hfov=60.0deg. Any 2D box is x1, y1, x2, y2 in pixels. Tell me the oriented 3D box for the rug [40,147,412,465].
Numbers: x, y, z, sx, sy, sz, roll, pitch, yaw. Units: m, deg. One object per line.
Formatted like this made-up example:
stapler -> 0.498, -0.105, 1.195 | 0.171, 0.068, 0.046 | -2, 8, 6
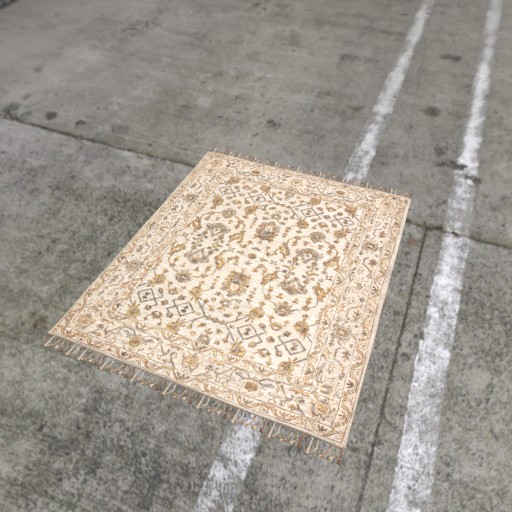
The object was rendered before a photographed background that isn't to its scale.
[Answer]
rug -> 0.000, 0.000, 4.122 | 2.426, 0.034, 3.061 | 16, 48, 15
